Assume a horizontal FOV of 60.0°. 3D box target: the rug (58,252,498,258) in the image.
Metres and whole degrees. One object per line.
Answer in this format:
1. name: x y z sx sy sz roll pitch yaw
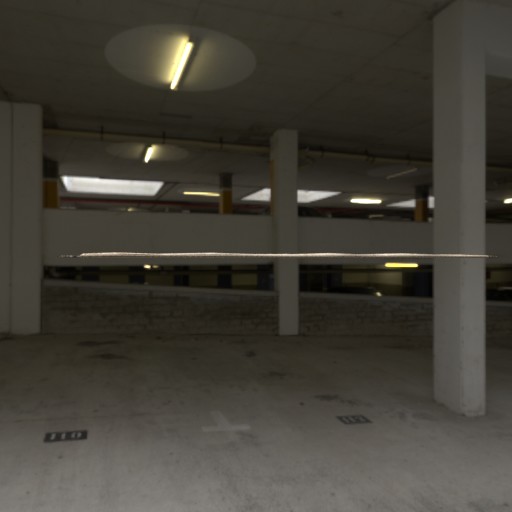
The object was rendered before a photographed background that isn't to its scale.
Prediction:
1. rug: 0.000 0.000 3.986 3.061 0.034 2.426 0 0 -19
